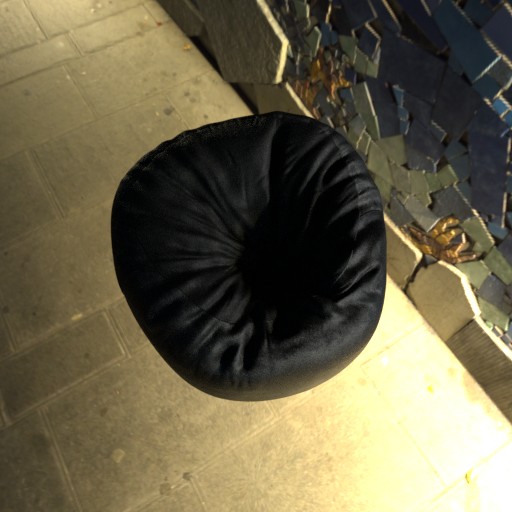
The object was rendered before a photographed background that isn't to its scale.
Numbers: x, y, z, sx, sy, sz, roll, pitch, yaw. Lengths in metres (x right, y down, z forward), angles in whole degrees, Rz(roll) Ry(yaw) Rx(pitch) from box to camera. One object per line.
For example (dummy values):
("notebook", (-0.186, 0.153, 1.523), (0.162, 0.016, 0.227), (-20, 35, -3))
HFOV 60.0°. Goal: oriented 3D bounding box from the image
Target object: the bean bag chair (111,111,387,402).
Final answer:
("bean bag chair", (0.000, 0.000, 2.502), (1.524, 0.878, 1.524), (-15, 64, -7))
